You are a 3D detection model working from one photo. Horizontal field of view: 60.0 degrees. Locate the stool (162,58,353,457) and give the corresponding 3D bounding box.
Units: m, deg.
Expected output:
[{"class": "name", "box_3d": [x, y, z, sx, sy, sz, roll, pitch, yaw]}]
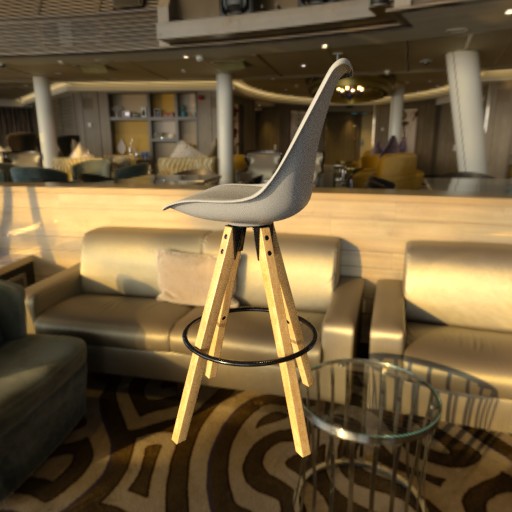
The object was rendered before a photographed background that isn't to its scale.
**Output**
[{"class": "stool", "box_3d": [0.000, 0.000, 1.413, 0.550, 1.115, 0.485, 2, 14, 9]}]
